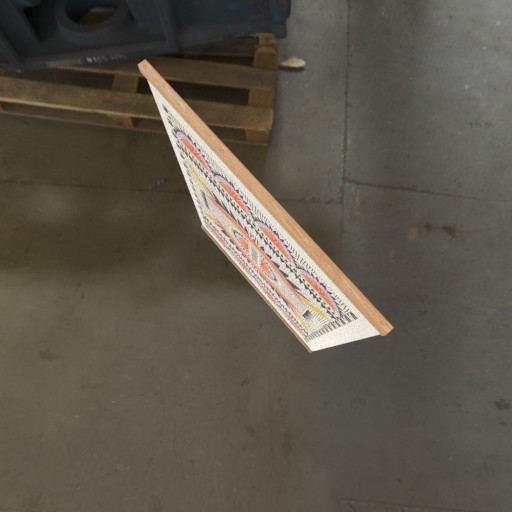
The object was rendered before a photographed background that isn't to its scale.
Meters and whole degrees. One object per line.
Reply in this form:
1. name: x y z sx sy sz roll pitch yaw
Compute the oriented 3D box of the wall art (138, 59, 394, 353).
1. wall art: 0.000 0.000 1.913 0.028 1.533 0.999 -40 79 -9
